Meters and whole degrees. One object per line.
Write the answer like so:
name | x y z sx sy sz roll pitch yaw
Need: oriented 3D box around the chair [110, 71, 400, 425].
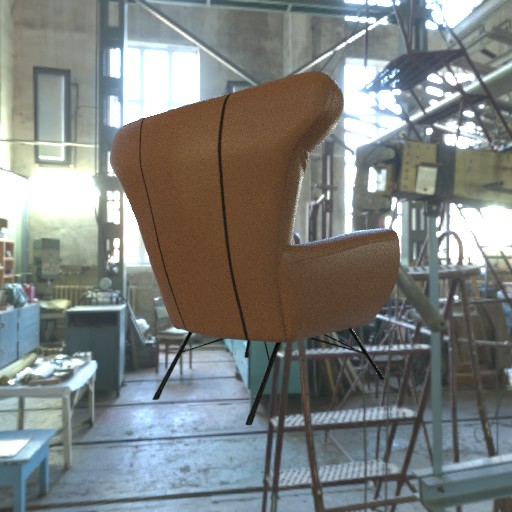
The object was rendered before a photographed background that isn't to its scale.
chair | 0.000 0.000 1.755 0.980 1.050 0.900 -1 -1 36
